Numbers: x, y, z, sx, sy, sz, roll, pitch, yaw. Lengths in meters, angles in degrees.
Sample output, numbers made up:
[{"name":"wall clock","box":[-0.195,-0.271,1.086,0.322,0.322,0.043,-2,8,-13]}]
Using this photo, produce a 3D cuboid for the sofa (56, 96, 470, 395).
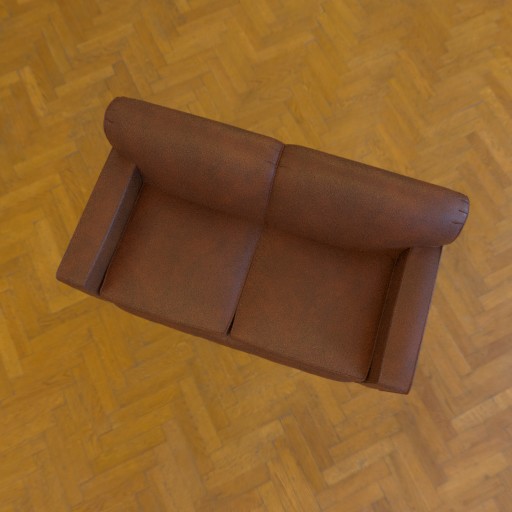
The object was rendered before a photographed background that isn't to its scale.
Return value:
[{"name":"sofa","box":[0.000,0.000,2.420,1.856,0.966,1.000,17,76,4]}]
